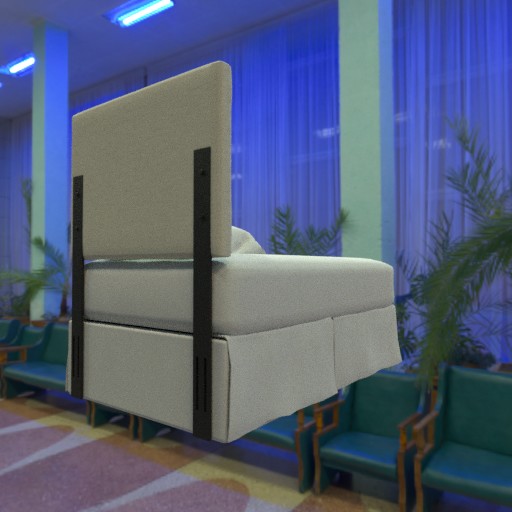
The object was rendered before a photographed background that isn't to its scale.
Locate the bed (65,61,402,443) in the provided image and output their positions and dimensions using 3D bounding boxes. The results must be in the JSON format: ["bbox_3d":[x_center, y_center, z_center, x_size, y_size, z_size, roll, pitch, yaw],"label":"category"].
[{"bbox_3d":[0.000,0.000,2.918,1.261,1.571,1.997,-1,-2,37],"label":"bed"}]
